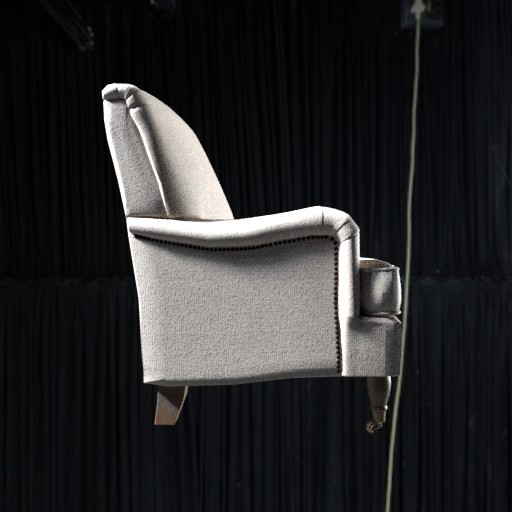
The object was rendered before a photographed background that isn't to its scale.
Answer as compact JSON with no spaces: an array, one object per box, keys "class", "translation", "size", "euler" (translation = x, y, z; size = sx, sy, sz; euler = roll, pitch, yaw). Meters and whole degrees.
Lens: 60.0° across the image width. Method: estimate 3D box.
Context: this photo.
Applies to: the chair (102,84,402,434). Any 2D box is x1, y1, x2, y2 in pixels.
[{"class":"chair","translation":[0.000,0.000,1.776],"size":[0.953,1.119,0.879],"euler":[0,0,1]}]
